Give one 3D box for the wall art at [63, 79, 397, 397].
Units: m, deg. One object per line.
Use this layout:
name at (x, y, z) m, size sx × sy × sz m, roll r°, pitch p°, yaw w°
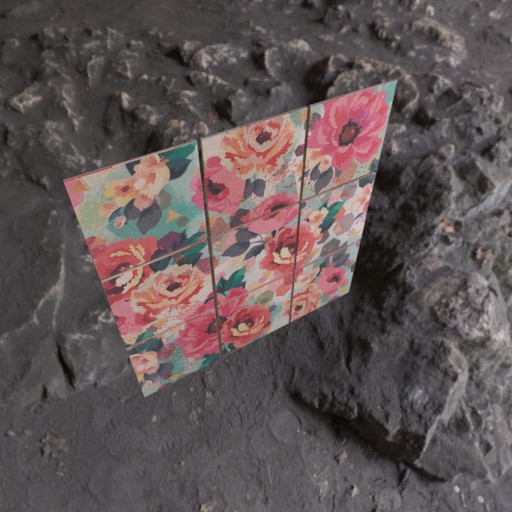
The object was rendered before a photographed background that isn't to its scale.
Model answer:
wall art at (0.000, 0.000, 2.310) m, size 1.521 × 1.519 × 0.013 m, roll -23°, pitch 50°, yaw -21°
